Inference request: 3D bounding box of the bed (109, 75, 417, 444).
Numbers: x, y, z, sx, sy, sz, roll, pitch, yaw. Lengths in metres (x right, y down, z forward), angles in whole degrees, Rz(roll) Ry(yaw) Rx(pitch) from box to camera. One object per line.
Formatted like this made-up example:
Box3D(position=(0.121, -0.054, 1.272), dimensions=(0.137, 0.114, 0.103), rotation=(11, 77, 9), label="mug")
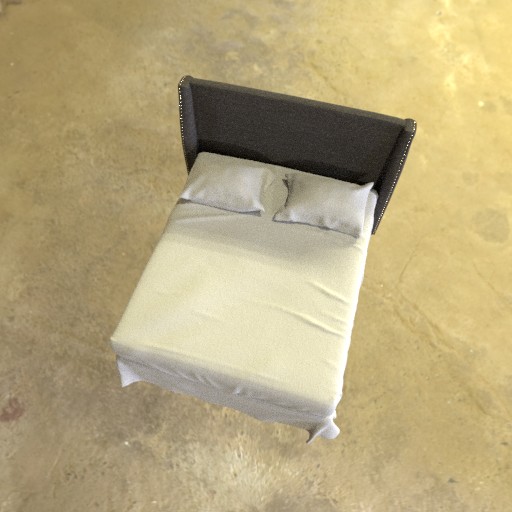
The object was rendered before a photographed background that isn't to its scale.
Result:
Box3D(position=(0.000, 0.000, 3.507), dimensions=(1.925, 1.332, 2.276), rotation=(14, 60, 8), label="bed")
